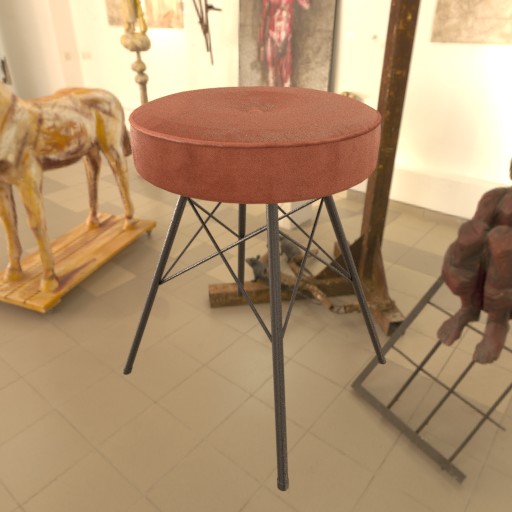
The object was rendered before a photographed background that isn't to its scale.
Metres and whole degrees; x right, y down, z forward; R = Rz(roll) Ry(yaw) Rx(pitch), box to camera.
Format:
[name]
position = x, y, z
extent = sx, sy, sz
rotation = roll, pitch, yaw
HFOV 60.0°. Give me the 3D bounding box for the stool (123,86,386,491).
[stool]
position = 0.000, 0.000, 0.877
extent = 0.457, 0.593, 0.421
rotation = 22, 36, 33
